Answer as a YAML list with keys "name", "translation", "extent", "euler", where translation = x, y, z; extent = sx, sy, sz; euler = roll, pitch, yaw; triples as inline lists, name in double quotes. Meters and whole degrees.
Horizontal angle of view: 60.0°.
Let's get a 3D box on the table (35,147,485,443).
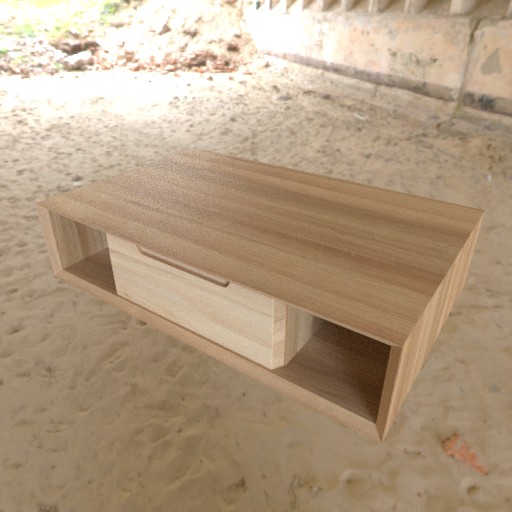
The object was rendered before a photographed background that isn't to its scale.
- name: "table"
  translation: [0.000, 0.000, 1.366]
  extent: [1.100, 0.330, 0.700]
  euler: [19, 35, 30]
